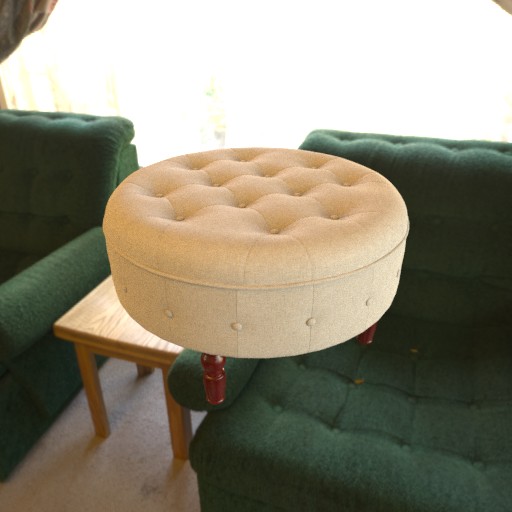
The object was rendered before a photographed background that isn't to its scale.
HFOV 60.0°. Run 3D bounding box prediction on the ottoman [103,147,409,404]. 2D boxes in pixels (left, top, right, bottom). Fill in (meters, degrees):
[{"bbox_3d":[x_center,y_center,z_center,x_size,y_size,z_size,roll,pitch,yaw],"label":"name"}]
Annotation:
[{"bbox_3d":[0.000,0.000,1.362,0.849,0.478,0.849,0,29,0],"label":"ottoman"}]
